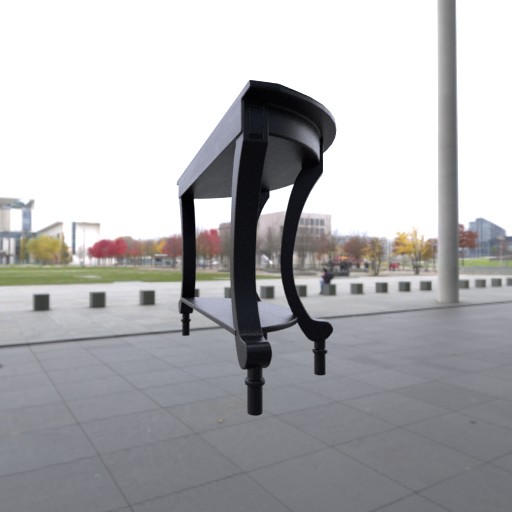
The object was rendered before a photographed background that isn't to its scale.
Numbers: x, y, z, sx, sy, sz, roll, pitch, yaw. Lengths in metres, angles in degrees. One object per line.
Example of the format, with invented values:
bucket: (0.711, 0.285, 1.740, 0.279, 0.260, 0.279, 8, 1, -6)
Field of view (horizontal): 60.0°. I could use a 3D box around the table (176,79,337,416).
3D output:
table: (0.000, 0.000, 1.509, 0.394, 0.692, 1.198, 0, -1, -17)
